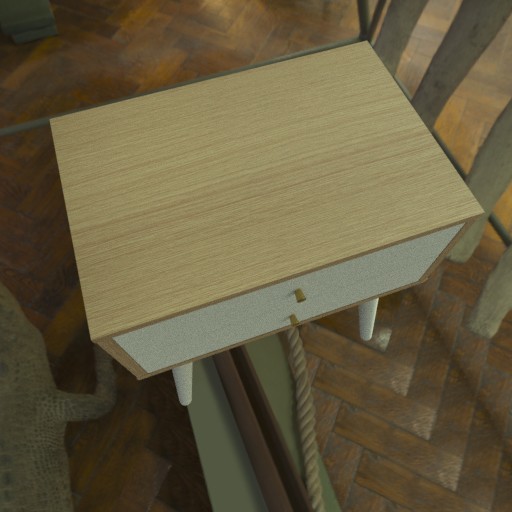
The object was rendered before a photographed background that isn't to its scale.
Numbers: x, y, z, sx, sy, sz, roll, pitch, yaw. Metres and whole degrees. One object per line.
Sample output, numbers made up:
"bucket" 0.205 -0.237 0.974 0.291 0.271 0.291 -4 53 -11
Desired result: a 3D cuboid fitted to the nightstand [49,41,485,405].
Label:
"nightstand" 0.000 0.000 0.951 0.571 0.610 0.407 -17 65 -9
